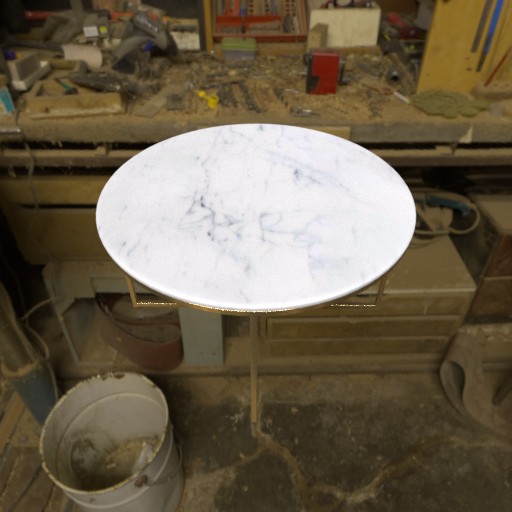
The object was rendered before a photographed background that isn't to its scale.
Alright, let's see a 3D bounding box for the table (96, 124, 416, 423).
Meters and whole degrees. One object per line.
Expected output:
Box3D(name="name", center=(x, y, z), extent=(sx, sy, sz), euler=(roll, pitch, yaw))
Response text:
Box3D(name="table", center=(0.000, 0.000, 1.293), extent=(0.800, 0.450, 0.800), euler=(0, 42, 0))
